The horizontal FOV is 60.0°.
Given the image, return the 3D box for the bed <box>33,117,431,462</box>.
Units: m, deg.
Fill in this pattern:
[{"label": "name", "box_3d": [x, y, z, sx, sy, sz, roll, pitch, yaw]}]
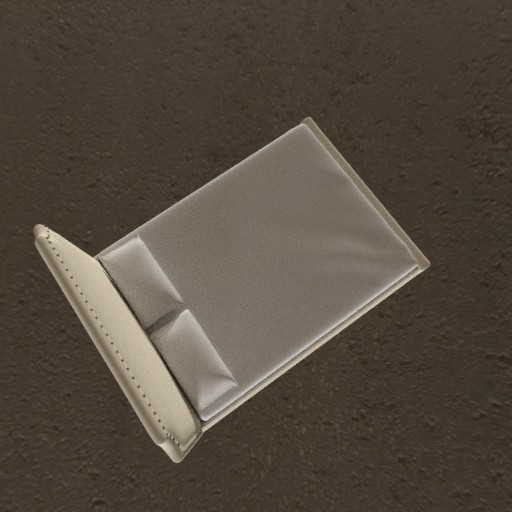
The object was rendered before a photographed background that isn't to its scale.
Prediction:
[{"label": "bed", "box_3d": [0.000, 0.000, 3.403, 2.372, 1.443, 1.712, -34, 78, -8]}]
